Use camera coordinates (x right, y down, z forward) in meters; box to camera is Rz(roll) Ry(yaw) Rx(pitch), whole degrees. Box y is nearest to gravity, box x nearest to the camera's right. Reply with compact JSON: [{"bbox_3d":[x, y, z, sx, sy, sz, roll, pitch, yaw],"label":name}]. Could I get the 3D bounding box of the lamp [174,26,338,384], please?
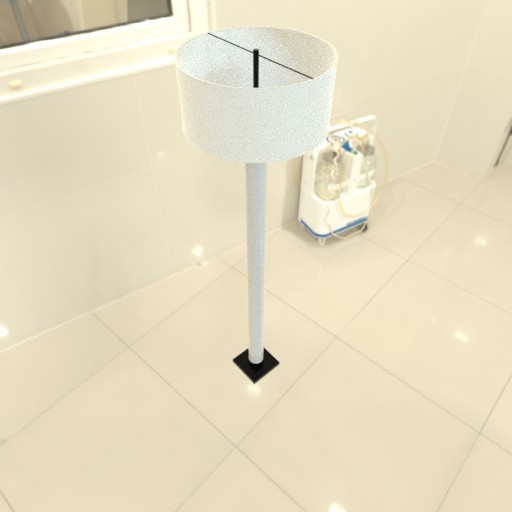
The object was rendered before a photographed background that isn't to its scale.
[{"bbox_3d":[0.000,0.000,1.644,0.420,1.475,0.420,-32,53,-28],"label":"lamp"}]
